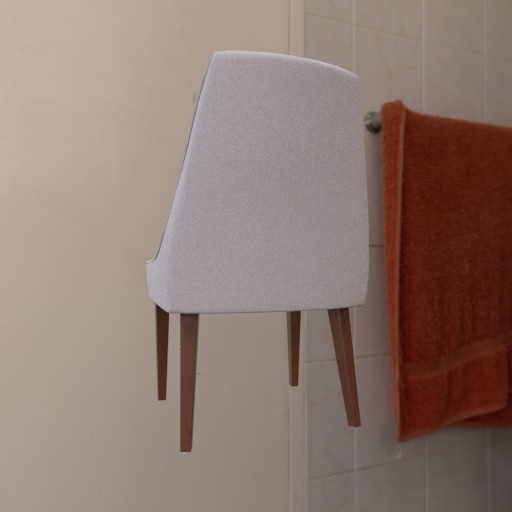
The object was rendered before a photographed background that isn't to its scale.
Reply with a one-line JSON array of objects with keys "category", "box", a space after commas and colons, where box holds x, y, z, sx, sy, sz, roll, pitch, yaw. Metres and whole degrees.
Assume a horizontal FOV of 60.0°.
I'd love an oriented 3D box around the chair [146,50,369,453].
[{"category": "chair", "box": [0.000, 0.000, 1.194, 0.529, 0.861, 0.544, 0, -1, -20]}]
